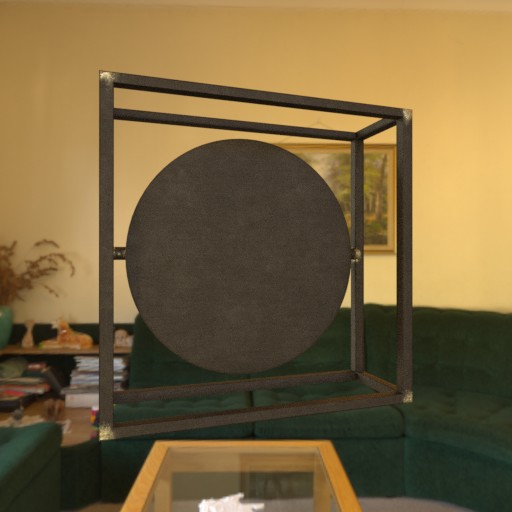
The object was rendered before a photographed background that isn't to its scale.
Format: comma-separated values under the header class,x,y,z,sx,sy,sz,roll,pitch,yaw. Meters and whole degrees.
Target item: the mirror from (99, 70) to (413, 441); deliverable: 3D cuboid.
class,x,y,z,sx,sy,sz,roll,pitch,yaw
mirror,0.000,0.000,0.460,0.306,0.303,0.107,0,0,-18
